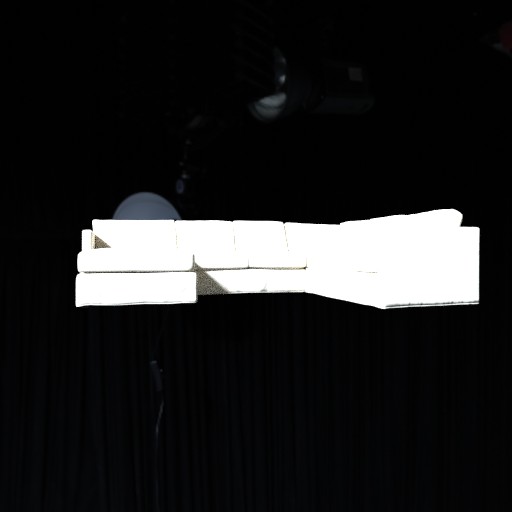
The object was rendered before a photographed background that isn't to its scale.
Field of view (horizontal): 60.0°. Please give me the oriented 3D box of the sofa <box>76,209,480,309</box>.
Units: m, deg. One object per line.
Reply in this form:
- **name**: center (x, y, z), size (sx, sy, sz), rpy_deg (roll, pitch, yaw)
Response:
- **sofa**: center (0.000, 0.000, 4.596), size (3.464, 0.882, 2.448), rpy_deg (0, 0, -18)
